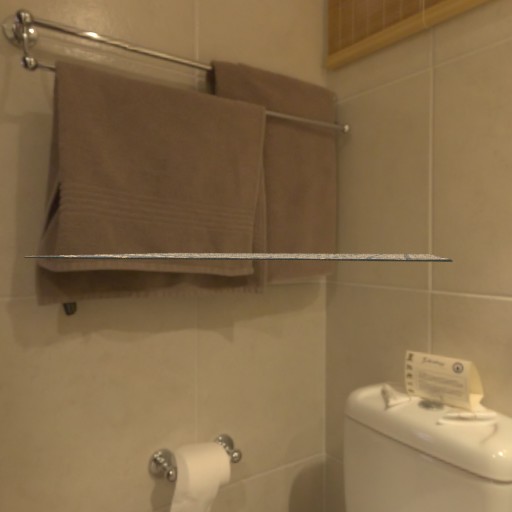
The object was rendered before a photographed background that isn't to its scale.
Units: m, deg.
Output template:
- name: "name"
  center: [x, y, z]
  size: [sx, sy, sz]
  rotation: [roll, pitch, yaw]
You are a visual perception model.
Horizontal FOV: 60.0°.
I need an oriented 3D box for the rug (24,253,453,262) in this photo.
- name: "rug"
  center: [0.000, 0.000, 4.383]
  size: [3.342, 0.018, 2.432]
  rotation: [0, 1, 18]
